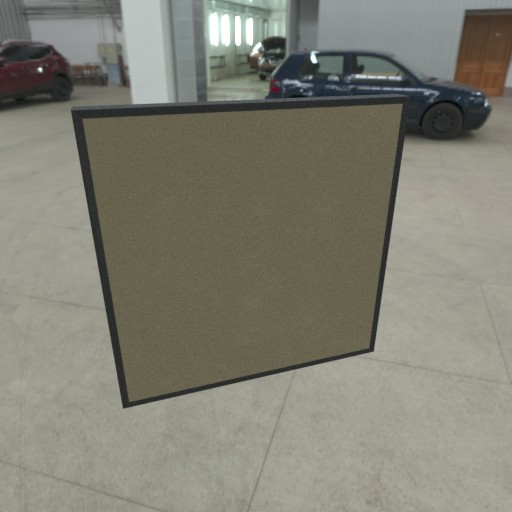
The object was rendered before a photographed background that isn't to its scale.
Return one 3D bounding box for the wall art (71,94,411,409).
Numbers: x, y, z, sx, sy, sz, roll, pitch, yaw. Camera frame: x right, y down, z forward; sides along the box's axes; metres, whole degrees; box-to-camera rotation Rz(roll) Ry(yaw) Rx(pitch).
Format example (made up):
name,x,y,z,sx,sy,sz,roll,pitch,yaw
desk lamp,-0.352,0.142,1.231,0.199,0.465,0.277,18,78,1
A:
name,x,y,z,sx,sy,sz,roll,pitch,yaw
wall art,0.000,0.000,0.763,0.509,0.507,0.037,-8,27,-17
